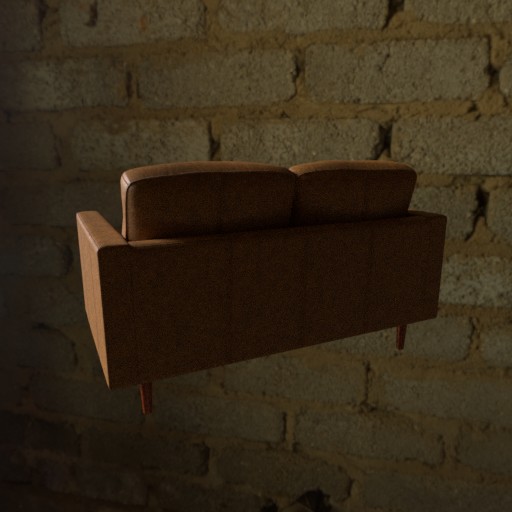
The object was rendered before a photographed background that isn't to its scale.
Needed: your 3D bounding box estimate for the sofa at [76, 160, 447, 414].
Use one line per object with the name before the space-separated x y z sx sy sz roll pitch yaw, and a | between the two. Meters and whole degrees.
sofa | 0.000 0.000 2.206 1.578 0.951 0.909 -7 15 -25
